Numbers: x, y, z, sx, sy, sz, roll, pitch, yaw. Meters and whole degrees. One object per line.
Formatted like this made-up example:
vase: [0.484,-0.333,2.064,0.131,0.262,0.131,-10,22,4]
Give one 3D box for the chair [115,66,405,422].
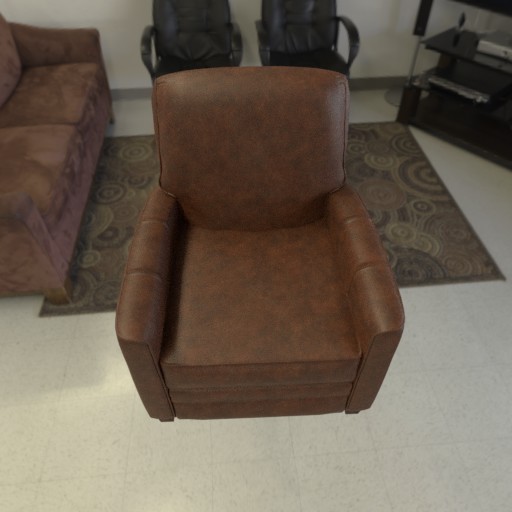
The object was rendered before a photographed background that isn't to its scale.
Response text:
chair: [0.000,0.000,1.558,0.839,1.010,0.850,-2,46,-2]
